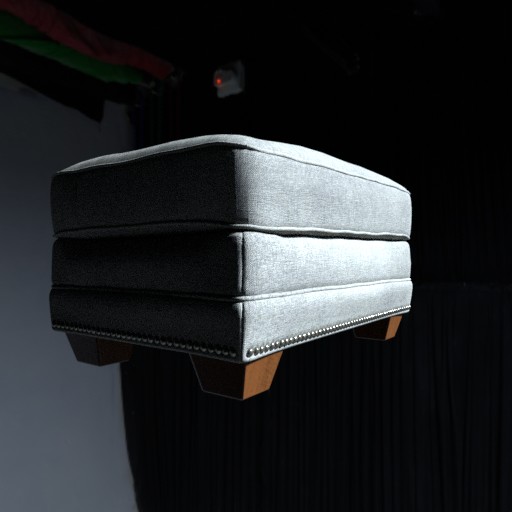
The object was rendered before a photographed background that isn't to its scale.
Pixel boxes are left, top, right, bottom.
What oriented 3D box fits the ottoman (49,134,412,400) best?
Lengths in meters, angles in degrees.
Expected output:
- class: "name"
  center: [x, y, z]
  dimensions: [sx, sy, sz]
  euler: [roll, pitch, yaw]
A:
- class: "ottoman"
  center: [0.000, 0.000, 1.105]
  dimensions: [0.561, 0.457, 0.813]
  euler: [0, 0, 36]
